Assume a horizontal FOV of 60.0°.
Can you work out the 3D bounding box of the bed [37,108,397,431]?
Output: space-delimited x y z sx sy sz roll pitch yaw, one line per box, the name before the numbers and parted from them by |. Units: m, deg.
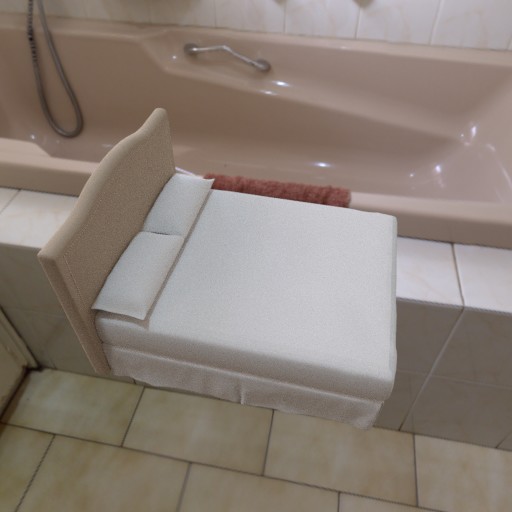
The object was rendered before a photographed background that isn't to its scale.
bed | 0.000 0.000 3.197 2.052 1.398 1.678 10 46 9
